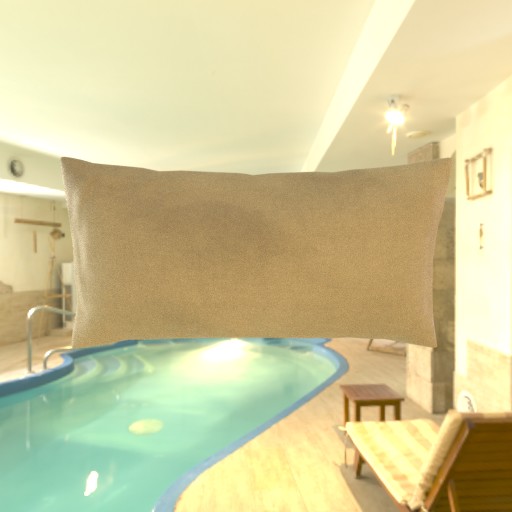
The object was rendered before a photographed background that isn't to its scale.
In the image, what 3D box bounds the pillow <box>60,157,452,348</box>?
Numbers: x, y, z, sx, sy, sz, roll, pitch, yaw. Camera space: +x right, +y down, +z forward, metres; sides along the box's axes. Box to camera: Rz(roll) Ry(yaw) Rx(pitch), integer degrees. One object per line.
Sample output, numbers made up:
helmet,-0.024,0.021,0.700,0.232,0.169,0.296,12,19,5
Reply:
pillow,0.000,0.000,0.712,0.608,0.305,0.156,0,0,-1
